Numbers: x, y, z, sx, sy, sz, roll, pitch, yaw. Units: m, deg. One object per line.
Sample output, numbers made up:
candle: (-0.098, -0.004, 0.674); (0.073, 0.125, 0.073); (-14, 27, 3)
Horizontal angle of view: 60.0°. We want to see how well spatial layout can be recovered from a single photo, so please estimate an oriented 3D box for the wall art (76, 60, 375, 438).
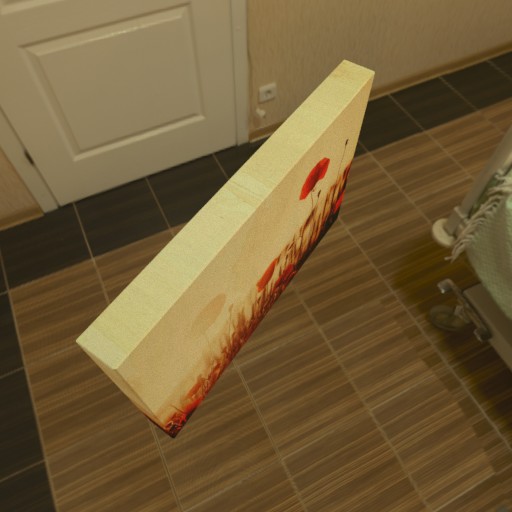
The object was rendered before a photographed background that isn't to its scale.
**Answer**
wall art: (0.000, 0.000, 0.487); (0.037, 0.251, 0.383); (30, 63, 18)
